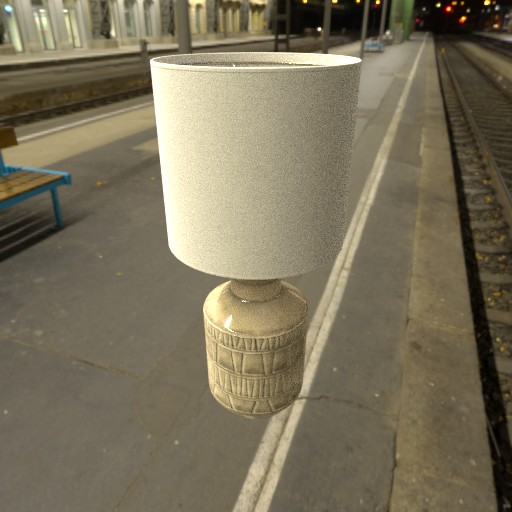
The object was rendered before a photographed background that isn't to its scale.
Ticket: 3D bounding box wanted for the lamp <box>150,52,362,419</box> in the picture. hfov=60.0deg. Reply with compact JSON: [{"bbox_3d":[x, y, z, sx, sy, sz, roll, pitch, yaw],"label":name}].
[{"bbox_3d":[0.000,0.000,0.557,0.211,0.455,0.211,-1,28,-2],"label":"lamp"}]
